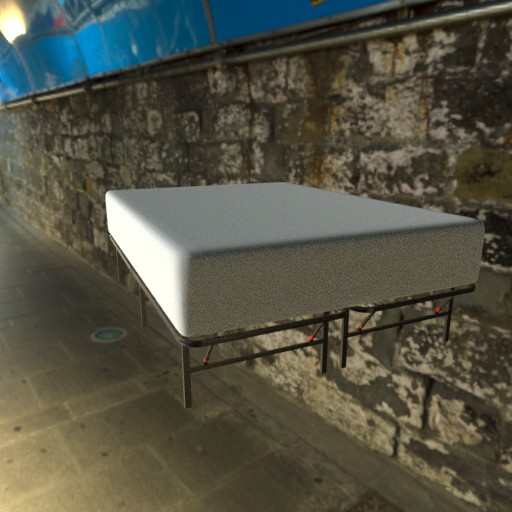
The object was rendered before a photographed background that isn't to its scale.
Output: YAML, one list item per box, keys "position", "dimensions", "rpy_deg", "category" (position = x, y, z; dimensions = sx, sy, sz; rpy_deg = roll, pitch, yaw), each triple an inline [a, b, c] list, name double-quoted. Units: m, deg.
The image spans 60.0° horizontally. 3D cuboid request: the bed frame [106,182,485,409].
- position: [0.000, 0.000, 2.762]
  dimensions: [1.528, 0.677, 2.037]
  rpy_deg: [-7, 17, -24]
  category: "bed frame"
